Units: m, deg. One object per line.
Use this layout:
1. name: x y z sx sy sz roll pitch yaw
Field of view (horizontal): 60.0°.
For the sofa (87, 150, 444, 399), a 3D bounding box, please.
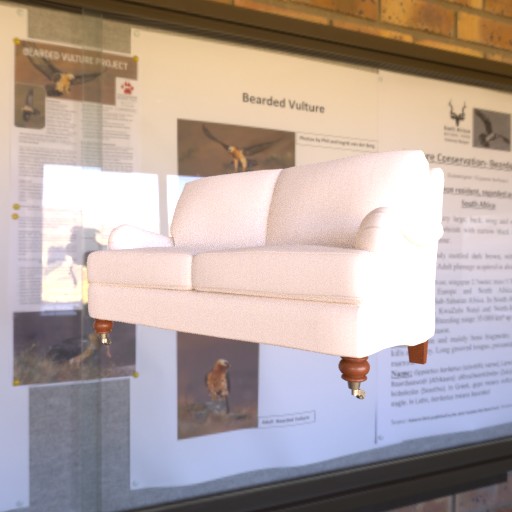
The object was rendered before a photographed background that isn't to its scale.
1. sofa: 0.000 0.000 2.539 1.853 1.101 1.084 0 0 37
